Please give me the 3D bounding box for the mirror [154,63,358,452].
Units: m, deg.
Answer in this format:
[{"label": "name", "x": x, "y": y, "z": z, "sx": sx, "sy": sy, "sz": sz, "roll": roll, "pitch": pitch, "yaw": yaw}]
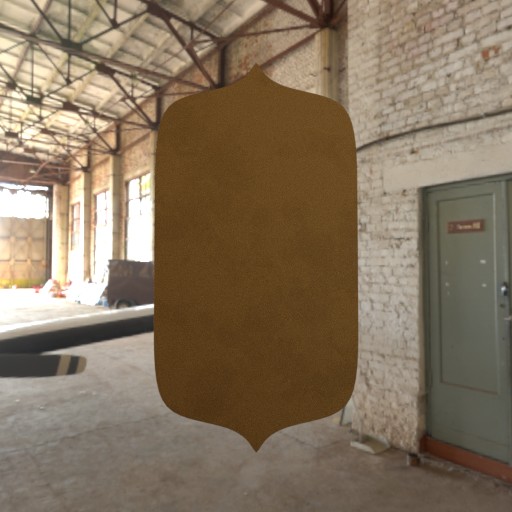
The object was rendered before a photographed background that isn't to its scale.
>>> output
[{"label": "mirror", "x": 0.000, "y": 0.000, "z": 0.744, "sx": 0.323, "sy": 0.613, "sz": 0.096, "roll": 0, "pitch": -2, "yaw": -1}]
